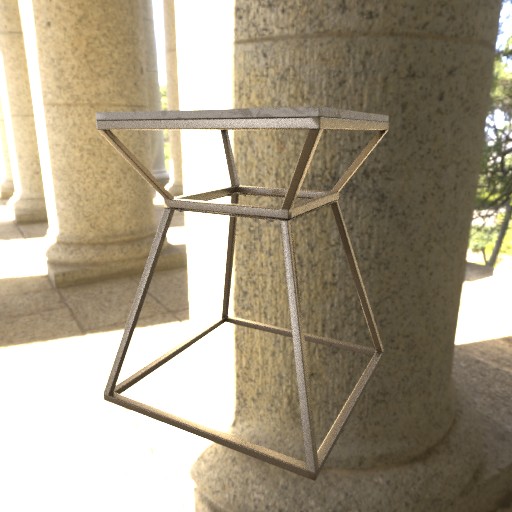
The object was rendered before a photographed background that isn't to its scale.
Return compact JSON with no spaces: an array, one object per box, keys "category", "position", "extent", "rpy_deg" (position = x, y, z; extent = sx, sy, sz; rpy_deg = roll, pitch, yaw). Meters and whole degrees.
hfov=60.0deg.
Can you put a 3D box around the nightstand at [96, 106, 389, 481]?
[{"category":"nightstand","position":[0.000,0.000,0.909],"extent":[0.455,0.554,0.455],"rpy_deg":[8,18,27]}]
